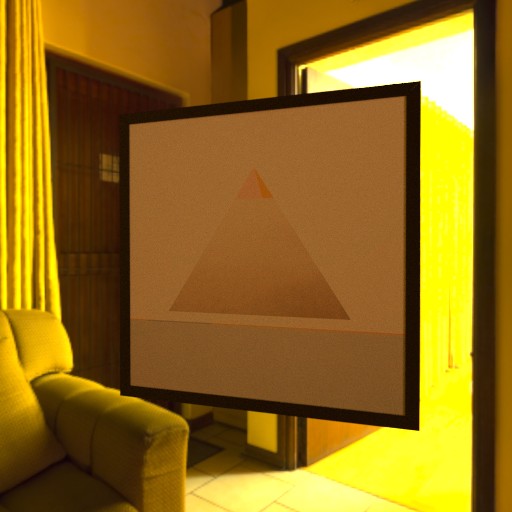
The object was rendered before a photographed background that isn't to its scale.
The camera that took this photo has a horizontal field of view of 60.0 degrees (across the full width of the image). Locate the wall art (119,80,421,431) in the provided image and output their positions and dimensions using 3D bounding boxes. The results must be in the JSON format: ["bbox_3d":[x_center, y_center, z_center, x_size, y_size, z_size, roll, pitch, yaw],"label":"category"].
[{"bbox_3d":[0.000,0.000,0.738,0.513,0.511,0.028,0,1,18],"label":"wall art"}]
